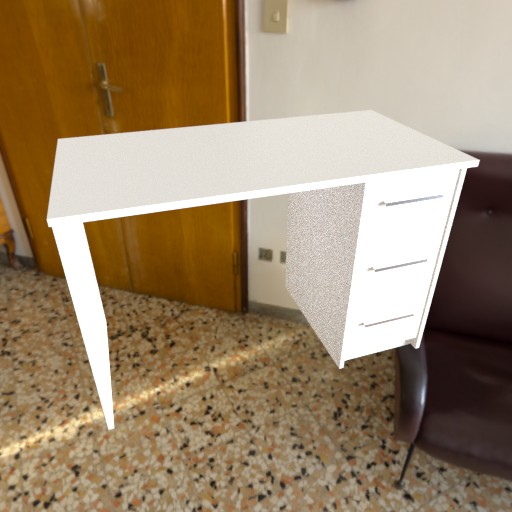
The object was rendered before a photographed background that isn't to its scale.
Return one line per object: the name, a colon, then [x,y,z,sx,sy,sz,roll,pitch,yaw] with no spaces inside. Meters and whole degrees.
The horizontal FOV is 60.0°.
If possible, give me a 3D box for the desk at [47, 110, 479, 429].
desk: [0.000,0.000,1.480,1.097,0.735,0.560,-10,34,-16]
